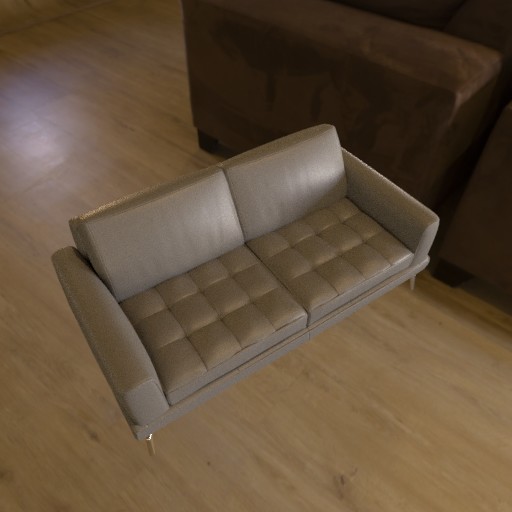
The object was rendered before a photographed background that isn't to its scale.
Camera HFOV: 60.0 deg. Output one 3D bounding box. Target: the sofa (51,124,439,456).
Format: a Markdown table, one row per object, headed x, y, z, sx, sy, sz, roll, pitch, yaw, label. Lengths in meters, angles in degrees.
| x | y | z | sx | sy | sz | roll | pitch | yaw | label |
| --- | --- | --- | --- | --- | --- | --- | --- | --- | --- |
| 0.000 | 0.000 | 2.757 | 2.177 | 0.930 | 1.121 | -26 | 52 | -22 | sofa |
